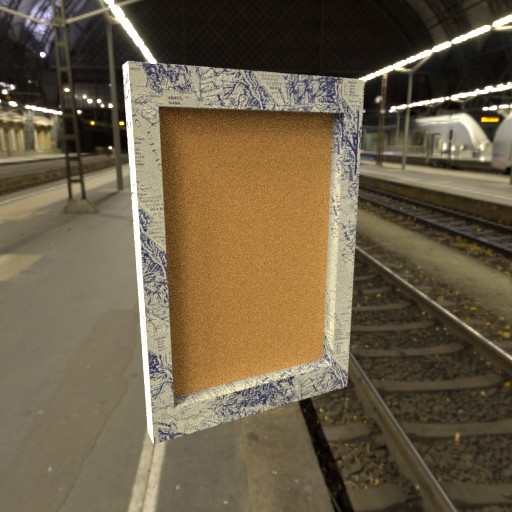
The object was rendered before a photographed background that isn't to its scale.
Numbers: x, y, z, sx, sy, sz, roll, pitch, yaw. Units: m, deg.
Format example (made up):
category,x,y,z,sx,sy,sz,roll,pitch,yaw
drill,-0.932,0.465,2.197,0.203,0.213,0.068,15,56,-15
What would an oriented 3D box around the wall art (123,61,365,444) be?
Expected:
category,x,y,z,sx,sy,sz,roll,pitch,yaw
wall art,0.000,0.000,0.488,0.255,0.376,0.025,-7,16,-26
